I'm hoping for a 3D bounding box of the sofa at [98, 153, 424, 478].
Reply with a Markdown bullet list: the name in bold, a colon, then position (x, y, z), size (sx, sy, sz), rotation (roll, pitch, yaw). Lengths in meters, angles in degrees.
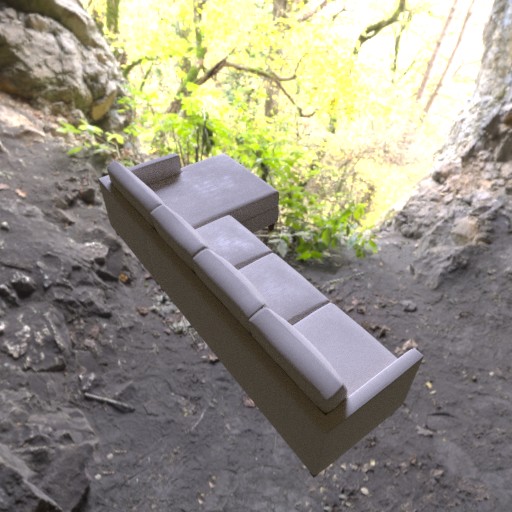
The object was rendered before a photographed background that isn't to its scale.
- **sofa**: position (0.000, 0.000, 4.135), size (1.599, 0.954, 3.471), rotation (-27, 49, -26)
